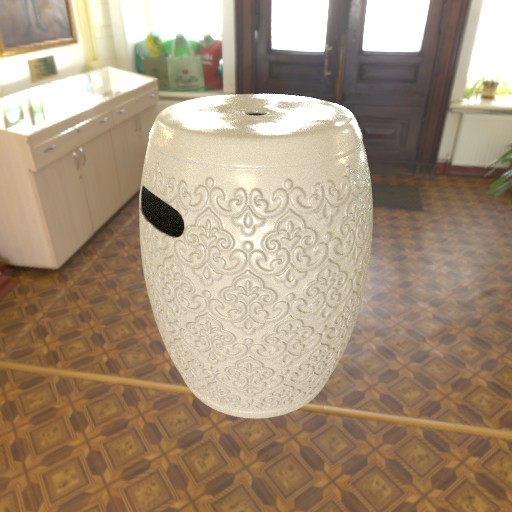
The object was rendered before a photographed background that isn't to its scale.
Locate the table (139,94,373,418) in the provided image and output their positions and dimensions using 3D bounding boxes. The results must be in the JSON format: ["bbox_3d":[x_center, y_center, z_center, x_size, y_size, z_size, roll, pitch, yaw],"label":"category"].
[{"bbox_3d":[0.000,0.000,0.623,0.309,0.397,0.309,0,30,0],"label":"table"}]
